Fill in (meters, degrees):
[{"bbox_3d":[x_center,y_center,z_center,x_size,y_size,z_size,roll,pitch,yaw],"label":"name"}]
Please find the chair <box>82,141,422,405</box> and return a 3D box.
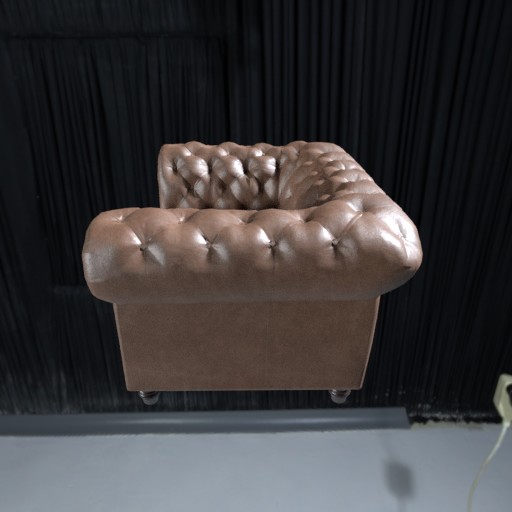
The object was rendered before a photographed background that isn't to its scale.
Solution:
[{"bbox_3d":[0.000,0.000,1.849,0.954,0.784,1.298,0,25,-1],"label":"chair"}]
